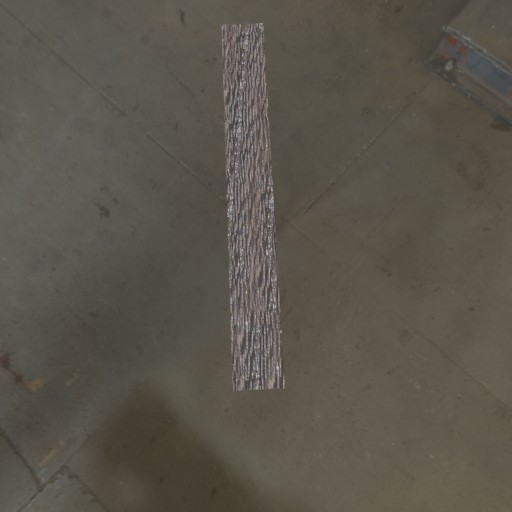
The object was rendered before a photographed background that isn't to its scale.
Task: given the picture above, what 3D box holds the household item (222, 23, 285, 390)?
[{"bbox_3d":[0.000,0.000,0.237,0.020,0.180,0.133,-2,74,-1],"label":"household item"}]
